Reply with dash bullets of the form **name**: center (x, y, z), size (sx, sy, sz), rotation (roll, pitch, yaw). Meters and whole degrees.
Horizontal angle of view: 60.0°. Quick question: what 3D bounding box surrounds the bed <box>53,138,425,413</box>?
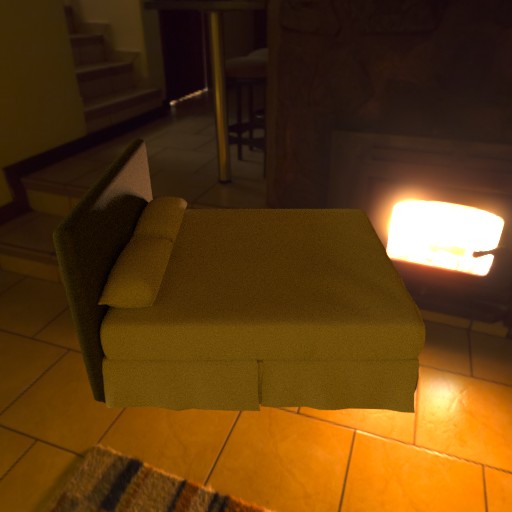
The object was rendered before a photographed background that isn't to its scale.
- **bed**: center (0.000, 0.000, 3.368), size (2.142, 1.330, 1.884), rotation (0, 30, 0)
